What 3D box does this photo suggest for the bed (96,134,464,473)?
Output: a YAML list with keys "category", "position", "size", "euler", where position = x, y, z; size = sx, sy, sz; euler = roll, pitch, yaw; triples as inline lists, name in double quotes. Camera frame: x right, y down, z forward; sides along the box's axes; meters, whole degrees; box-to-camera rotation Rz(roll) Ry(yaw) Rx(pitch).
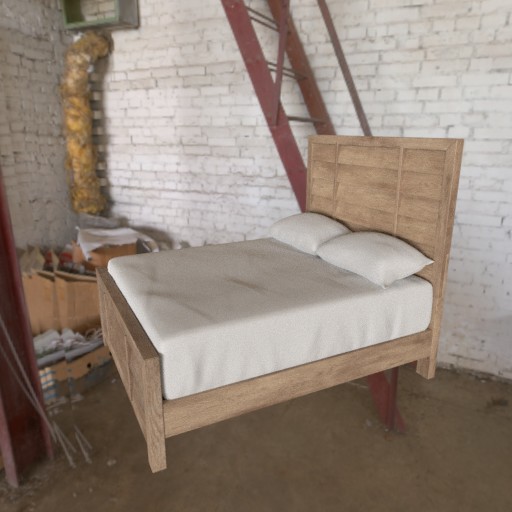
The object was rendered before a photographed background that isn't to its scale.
- category: "bed"
  position: [0.000, 0.000, 3.162]
  size: [2.017, 1.631, 1.615]
  euler: [-8, 18, -26]
